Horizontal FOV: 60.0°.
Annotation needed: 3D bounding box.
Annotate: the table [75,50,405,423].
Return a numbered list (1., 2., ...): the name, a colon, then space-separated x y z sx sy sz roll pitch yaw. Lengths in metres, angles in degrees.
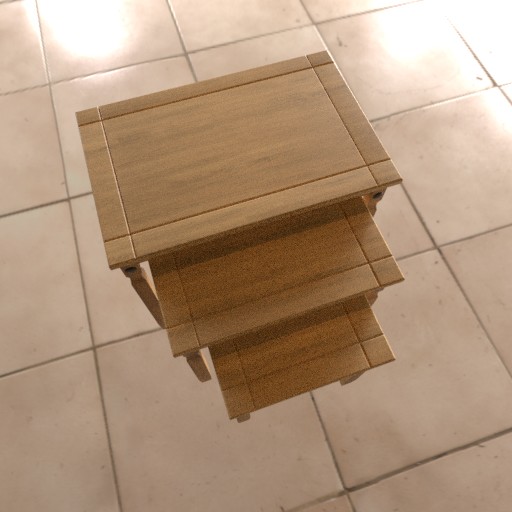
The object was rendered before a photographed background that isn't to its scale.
1. table: 0.000 0.000 1.199 0.660 0.535 0.773 -17 66 -8
